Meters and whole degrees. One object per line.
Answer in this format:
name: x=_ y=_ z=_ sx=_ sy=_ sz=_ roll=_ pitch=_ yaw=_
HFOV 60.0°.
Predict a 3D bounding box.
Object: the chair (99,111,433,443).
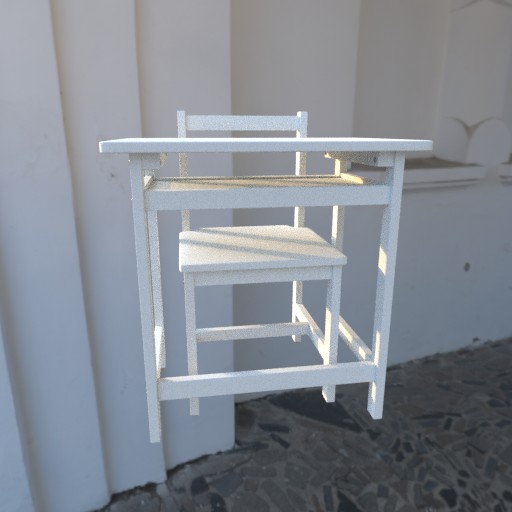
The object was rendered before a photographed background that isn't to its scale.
chair: x=0.000 y=0.000 z=1.058 sx=0.599 sy=0.673 sz=0.461 roll=-3 pitch=16 yaw=-9
